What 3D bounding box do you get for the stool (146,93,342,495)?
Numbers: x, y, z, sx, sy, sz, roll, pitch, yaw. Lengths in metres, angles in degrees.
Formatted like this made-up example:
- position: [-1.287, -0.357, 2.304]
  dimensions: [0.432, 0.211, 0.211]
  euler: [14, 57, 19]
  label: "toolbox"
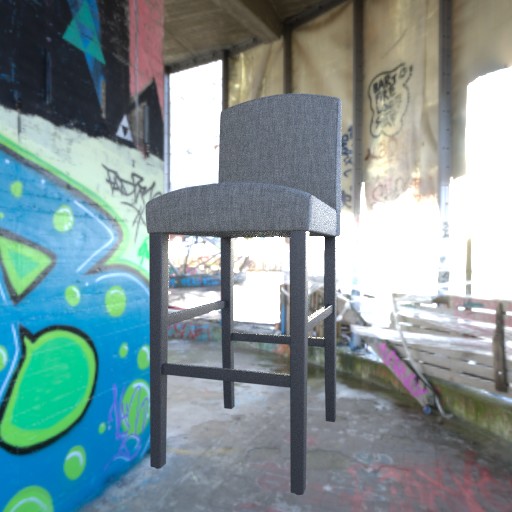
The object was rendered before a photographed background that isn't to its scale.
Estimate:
- position: [0.000, 0.000, 1.353]
  dimensions: [0.451, 1.138, 0.552]
  euler: [0, 1, 19]
  label: "stool"
